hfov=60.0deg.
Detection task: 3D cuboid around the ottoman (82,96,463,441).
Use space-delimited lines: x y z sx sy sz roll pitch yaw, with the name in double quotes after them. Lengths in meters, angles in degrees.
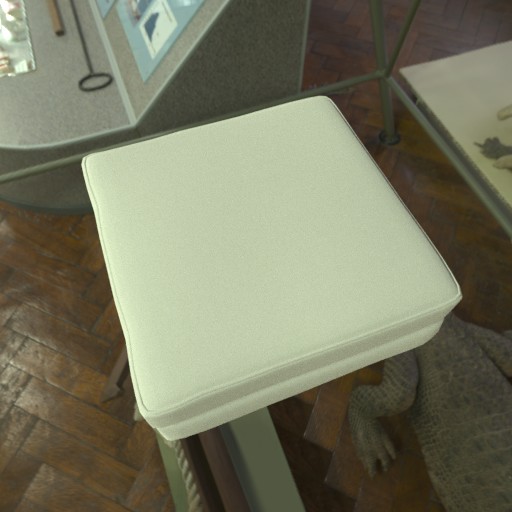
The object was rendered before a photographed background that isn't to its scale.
0.000 0.000 1.374 0.838 0.479 0.838 -18 61 -11 "ottoman"
